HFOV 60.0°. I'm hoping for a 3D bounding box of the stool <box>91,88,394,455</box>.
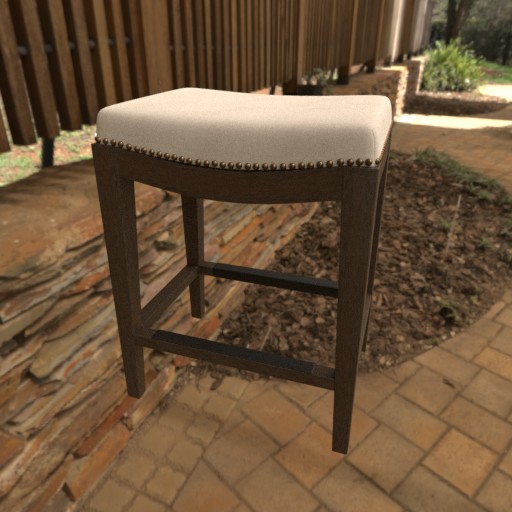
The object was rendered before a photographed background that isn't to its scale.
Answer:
[{"bbox_3d":[0.000,0.000,0.957,0.500,0.642,0.361,9,28,16],"label":"stool"}]
